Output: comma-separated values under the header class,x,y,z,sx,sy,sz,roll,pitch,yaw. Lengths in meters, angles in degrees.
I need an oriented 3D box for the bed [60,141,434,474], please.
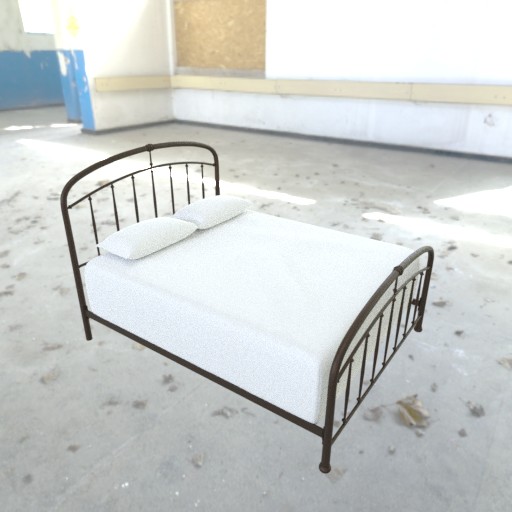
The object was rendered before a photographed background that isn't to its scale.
class,x,y,z,sx,sy,sz,roll,pitch,yaw
bed,0.000,0.000,3.316,2.180,1.425,1.711,17,30,32
